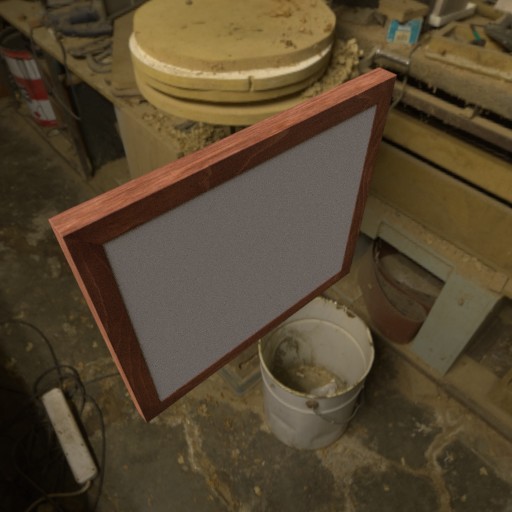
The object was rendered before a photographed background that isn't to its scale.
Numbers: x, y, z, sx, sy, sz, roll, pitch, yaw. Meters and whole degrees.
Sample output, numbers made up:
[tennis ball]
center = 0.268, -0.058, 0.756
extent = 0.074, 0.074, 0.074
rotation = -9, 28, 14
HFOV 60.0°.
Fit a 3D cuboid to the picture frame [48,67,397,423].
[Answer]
[picture frame]
center = 0.000, 0.000, 0.524
extent = 0.381, 0.330, 0.025
rotation = -32, 55, -26
